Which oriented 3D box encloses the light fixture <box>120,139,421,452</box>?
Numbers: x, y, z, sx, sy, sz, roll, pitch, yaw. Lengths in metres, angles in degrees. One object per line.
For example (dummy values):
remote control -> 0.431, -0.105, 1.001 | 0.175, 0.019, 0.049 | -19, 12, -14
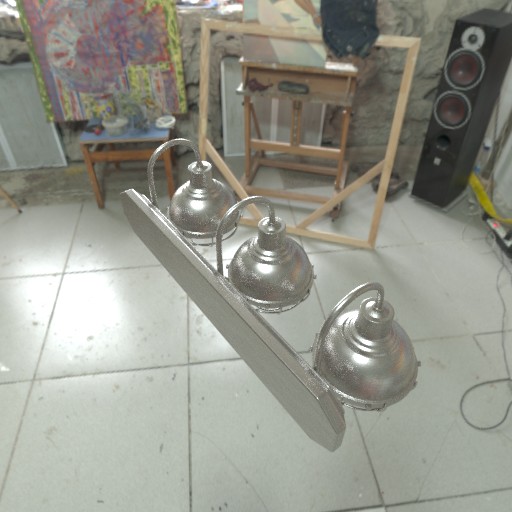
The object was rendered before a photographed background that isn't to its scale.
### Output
light fixture -> 0.000, 0.000, 0.773 | 0.229, 0.254, 0.634 | -26, 48, -26
